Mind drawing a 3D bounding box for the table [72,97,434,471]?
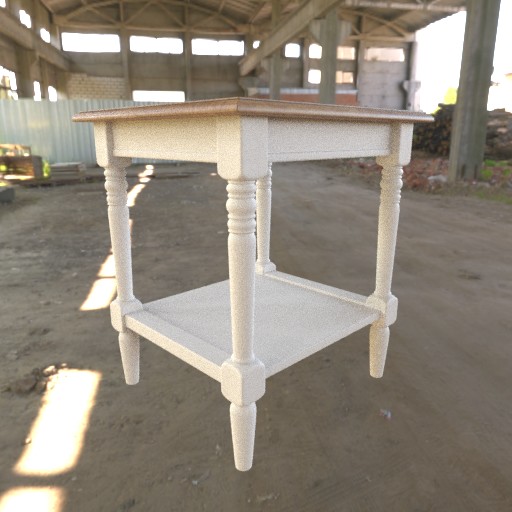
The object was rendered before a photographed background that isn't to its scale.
[{"bbox_3d":[0.000,0.000,0.904,0.508,0.561,0.457,-14,21,-42],"label":"table"}]
